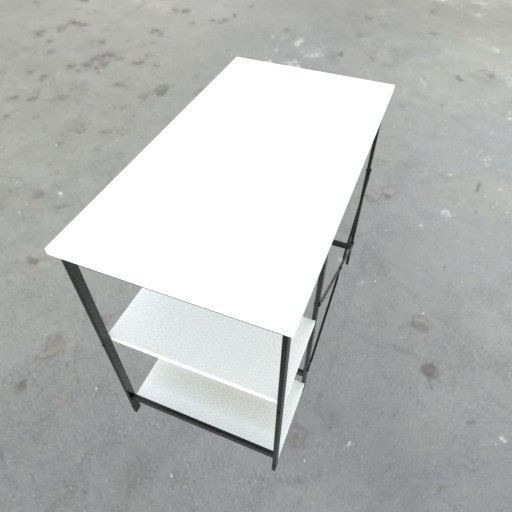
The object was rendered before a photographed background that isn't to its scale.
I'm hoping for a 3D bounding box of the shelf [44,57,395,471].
[{"bbox_3d":[0.000,0.000,1.332,0.498,0.750,0.902,17,50,15],"label":"shelf"}]
